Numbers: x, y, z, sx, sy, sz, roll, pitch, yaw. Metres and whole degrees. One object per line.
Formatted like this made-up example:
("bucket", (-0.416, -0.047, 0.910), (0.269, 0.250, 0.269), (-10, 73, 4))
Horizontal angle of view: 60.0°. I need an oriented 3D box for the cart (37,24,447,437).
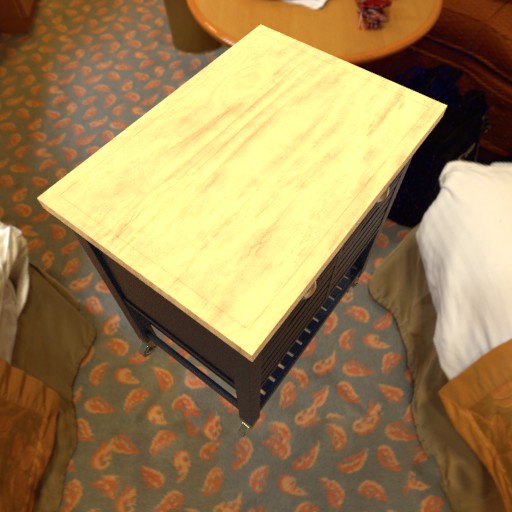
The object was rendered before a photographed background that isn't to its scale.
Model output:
("cart", (0.000, 0.000, 1.394), (0.567, 0.920, 0.797), (33, 64, 18))
